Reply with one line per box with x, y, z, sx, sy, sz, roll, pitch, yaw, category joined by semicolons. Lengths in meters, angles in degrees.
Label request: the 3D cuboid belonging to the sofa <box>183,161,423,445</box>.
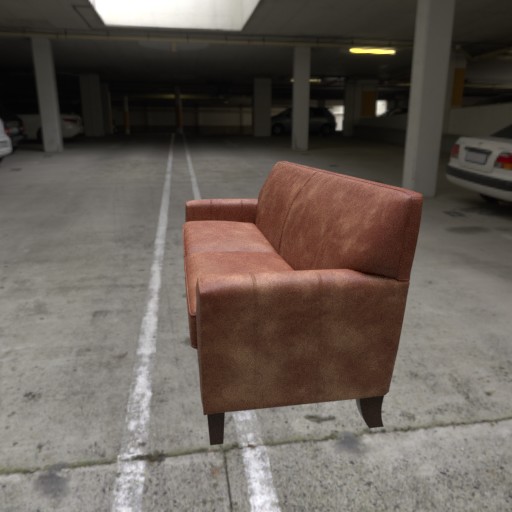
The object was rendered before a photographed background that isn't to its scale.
0.000;0.000;2.511;0.805;0.947;2.053;-3;15;-10;sofa
